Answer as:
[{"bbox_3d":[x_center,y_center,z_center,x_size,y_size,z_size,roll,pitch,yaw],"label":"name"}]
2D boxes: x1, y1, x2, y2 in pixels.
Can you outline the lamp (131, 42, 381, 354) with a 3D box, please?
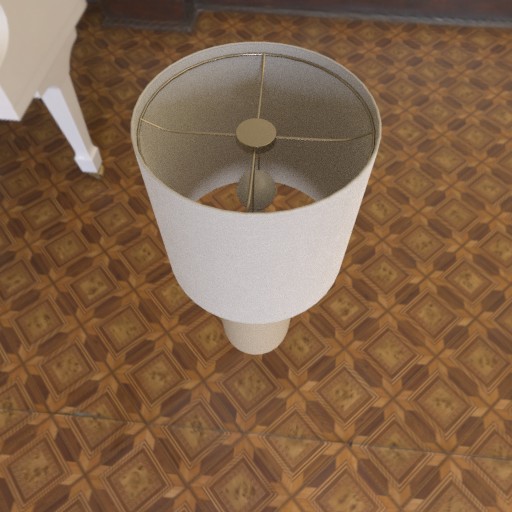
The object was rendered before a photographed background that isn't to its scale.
[{"bbox_3d":[0.000,0.000,0.595,0.220,0.475,0.220,16,60,10],"label":"lamp"}]
